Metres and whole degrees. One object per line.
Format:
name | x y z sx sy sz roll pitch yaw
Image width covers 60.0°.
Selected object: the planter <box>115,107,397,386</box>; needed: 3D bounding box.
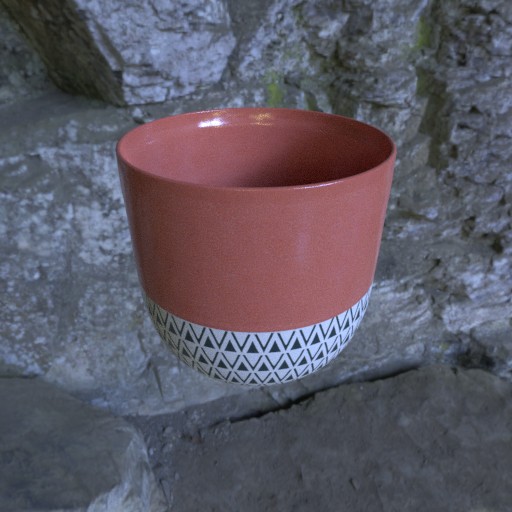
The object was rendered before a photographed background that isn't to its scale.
planter | 0.000 0.000 0.502 0.266 0.270 0.266 0 31 0
